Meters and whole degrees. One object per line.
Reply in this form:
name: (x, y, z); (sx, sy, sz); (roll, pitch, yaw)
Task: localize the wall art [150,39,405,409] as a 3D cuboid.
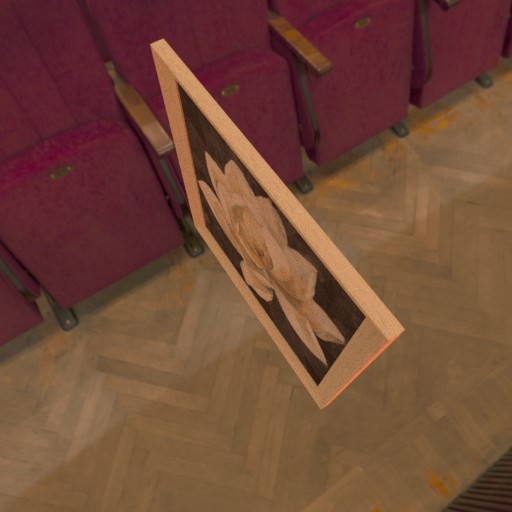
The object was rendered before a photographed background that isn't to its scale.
wall art: (0.000, 0.000, 1.517); (0.045, 1.016, 1.016); (-30, 68, -14)
